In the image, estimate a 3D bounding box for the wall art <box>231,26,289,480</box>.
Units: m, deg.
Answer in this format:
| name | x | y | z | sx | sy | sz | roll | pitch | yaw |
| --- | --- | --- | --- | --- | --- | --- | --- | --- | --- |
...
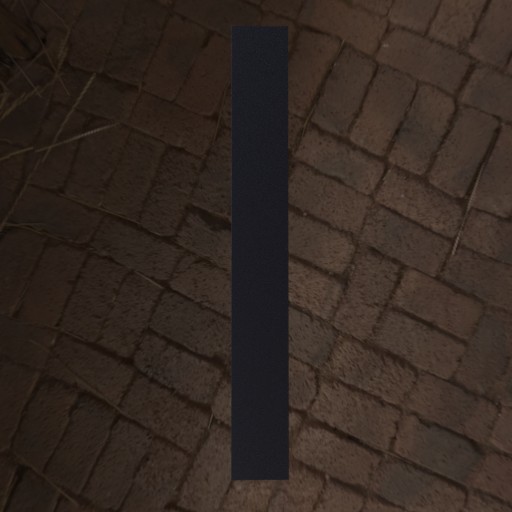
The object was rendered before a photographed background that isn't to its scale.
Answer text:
| name | x | y | z | sx | sy | sz | roll | pitch | yaw |
| --- | --- | --- | --- | --- | --- | --- | --- | --- | --- |
| wall art | 0.000 | 0.000 | 0.448 | 0.038 | 0.304 | 0.304 | 0 | 88 | -1 |
